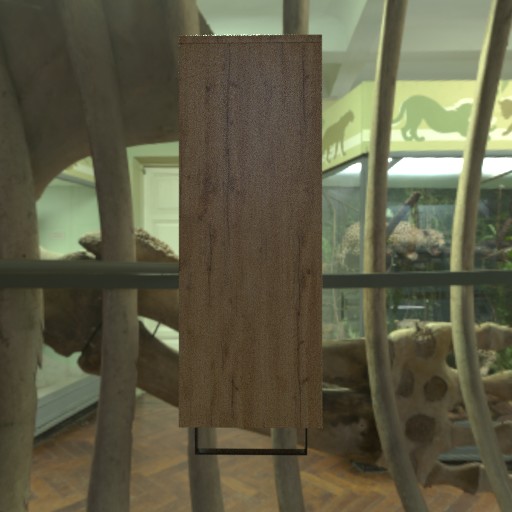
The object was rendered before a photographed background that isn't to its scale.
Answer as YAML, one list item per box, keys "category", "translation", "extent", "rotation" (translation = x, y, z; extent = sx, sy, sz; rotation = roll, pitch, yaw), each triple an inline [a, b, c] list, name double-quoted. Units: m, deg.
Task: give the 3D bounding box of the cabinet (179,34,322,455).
- category: "cabinet"
  translation: [0.000, 0.000, 1.984]
  extent: [0.473, 1.397, 1.168]
  rotation: [0, 0, 1]
